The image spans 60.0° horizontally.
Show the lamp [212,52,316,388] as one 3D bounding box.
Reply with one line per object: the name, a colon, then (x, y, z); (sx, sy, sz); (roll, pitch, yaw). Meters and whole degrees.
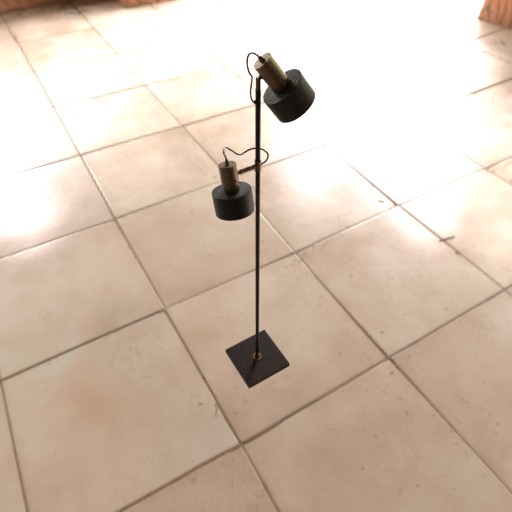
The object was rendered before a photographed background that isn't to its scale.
lamp: (0.000, 0.000, 1.660); (0.315, 1.505, 0.233); (-24, 51, -21)
